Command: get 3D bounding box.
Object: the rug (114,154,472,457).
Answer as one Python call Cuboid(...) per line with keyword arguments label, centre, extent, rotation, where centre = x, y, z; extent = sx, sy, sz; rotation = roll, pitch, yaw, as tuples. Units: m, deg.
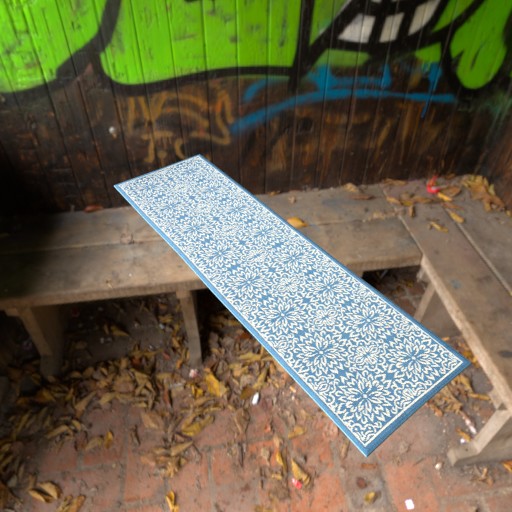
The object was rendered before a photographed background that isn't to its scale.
Cuboid(label="rug", centre=(0.000, 0.000, 2.395), extent=(0.662, 0.011, 2.196), rotation=(-27, 49, -26))
